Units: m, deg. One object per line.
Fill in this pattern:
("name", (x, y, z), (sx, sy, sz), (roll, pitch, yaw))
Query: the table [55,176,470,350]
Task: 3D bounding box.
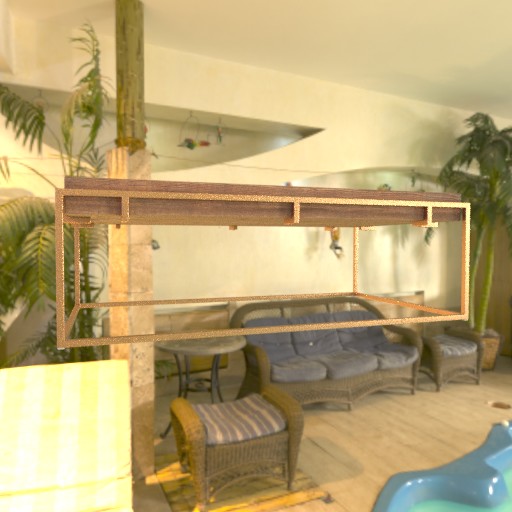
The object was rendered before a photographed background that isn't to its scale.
("table", (0.000, 0.000, 1.767), (1.387, 0.468, 0.775), (-1, 2, -19))
